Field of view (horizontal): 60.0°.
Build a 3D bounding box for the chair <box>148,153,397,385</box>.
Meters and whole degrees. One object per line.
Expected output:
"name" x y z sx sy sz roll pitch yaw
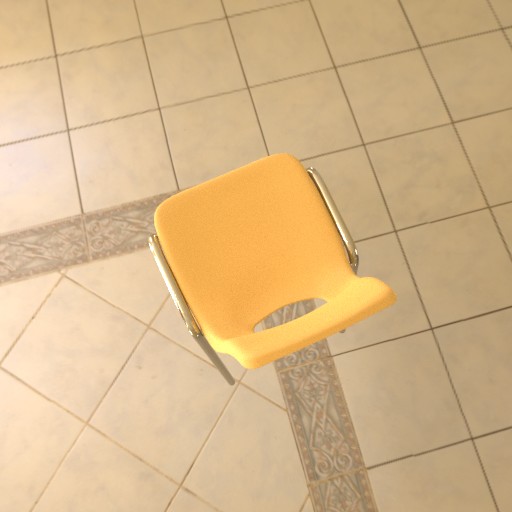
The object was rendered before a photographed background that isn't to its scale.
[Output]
"chair" 0.000 0.000 0.929 0.381 0.704 0.436 -24 76 -6
